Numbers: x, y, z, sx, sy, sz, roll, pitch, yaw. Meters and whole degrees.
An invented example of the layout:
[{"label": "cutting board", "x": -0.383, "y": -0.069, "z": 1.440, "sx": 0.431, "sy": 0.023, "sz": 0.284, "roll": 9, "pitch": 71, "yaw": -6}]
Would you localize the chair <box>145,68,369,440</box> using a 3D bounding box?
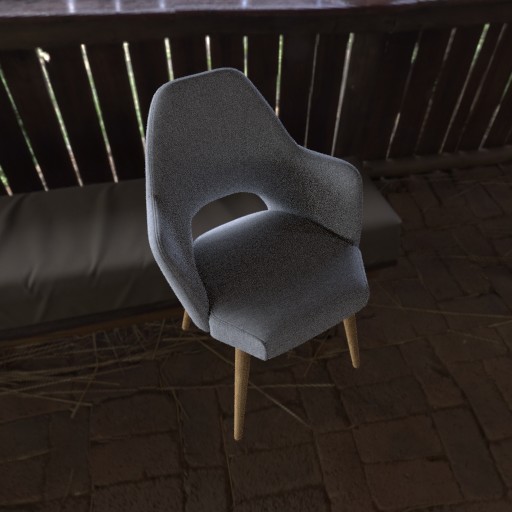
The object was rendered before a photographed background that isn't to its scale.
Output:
[{"label": "chair", "x": 0.000, "y": 0.000, "z": 1.268, "sx": 0.590, "sy": 0.840, "sz": 0.610, "roll": -24, "pitch": 51, "yaw": -21}]
